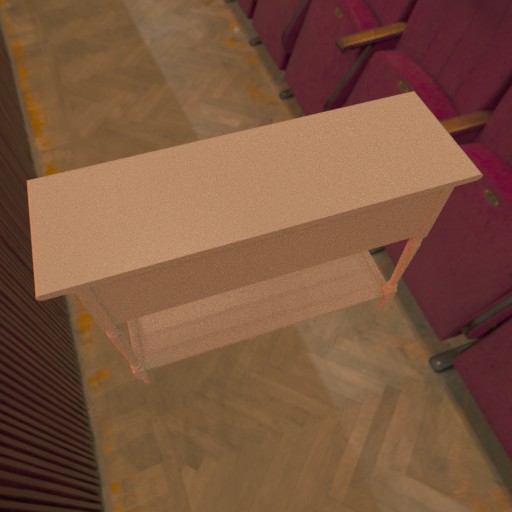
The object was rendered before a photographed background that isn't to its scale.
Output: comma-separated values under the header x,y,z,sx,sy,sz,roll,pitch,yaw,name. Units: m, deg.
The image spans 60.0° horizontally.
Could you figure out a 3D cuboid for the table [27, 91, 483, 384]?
x,y,z,sx,sy,sz,roll,pitch,yaw,name
0.000,0.000,1.554,1.197,0.808,0.384,-16,59,-10,table
